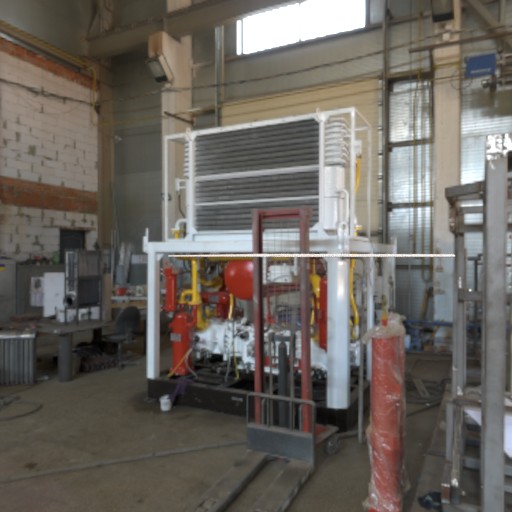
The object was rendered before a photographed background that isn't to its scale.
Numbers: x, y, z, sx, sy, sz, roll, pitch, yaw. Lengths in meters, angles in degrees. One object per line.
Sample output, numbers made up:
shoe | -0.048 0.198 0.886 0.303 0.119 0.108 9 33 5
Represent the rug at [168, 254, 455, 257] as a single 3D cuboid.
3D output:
rug | 0.000 0.000 1.996 0.562 0.009 1.824 0 0 -18
